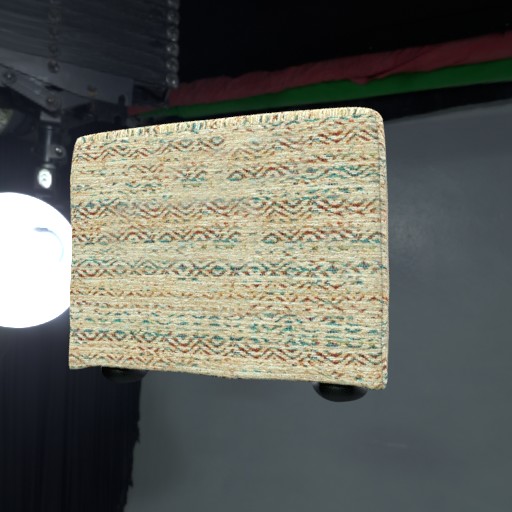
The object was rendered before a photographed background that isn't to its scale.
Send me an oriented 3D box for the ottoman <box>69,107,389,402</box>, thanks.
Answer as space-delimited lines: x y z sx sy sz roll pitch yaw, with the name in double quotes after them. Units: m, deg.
0.000 0.000 0.909 0.521 0.453 0.512 -1 -2 17 "ottoman"
